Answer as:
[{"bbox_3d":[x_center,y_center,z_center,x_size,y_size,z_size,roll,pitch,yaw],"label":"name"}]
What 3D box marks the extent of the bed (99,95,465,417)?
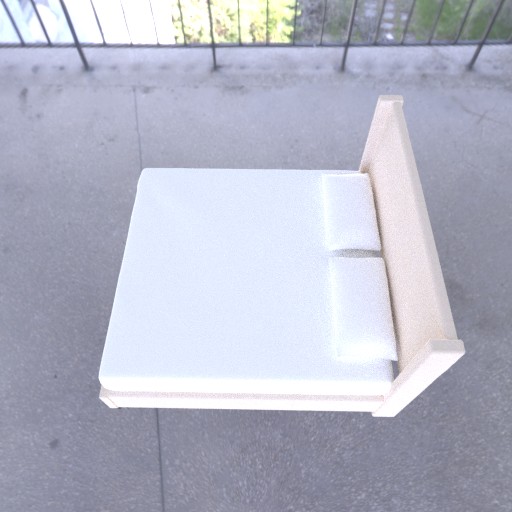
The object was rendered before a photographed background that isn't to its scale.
[{"bbox_3d":[0.000,0.000,3.572,2.293,1.471,2.145,1,57,1],"label":"bed"}]
